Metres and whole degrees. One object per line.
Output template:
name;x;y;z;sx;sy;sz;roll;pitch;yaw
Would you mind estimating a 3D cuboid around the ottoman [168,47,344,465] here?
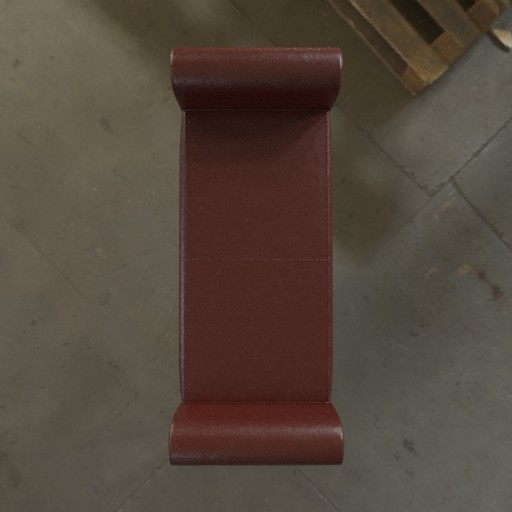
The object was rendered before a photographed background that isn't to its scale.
ottoman;0.000;0.000;1.549;0.521;0.547;1.256;0;89;0
